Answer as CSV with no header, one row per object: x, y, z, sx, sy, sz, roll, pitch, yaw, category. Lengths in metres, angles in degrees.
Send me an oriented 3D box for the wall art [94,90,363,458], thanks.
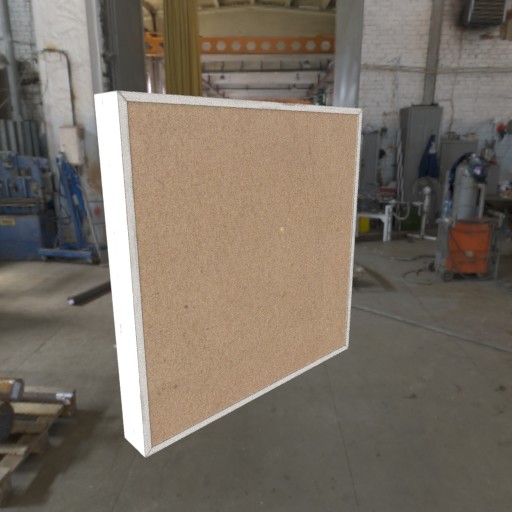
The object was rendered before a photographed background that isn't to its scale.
0.000,0.000,0.466,0.305,0.305,0.038,-14,20,-42,wall art
